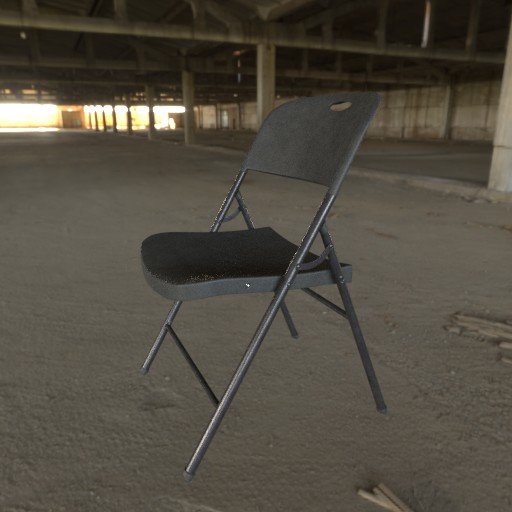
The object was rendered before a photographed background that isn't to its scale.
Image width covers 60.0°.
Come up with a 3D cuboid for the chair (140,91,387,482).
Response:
[{"bbox_3d":[0.000,0.000,1.155,0.567,0.810,0.494,-8,19,-24],"label":"chair"}]
